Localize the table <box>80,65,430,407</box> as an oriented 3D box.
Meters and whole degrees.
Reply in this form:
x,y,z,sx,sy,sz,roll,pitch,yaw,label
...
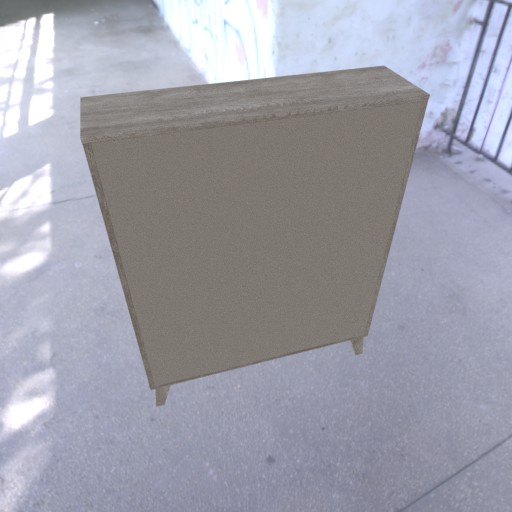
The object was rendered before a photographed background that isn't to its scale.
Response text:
x,y,z,sx,sy,sz,roll,pitch,yaw,label
0.000,0.000,1.559,0.902,1.135,0.256,-11,42,-12,table
